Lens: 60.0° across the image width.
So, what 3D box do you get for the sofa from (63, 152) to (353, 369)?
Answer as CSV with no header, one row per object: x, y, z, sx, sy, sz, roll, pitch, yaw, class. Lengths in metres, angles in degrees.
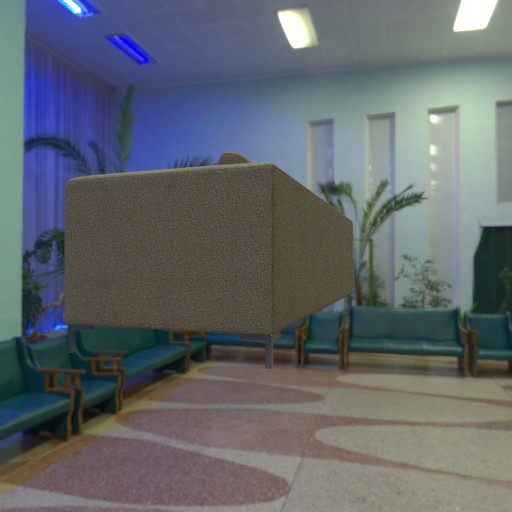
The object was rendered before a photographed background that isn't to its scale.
0.000,0.000,2.904,0.969,0.867,2.415,0,-1,19,sofa
